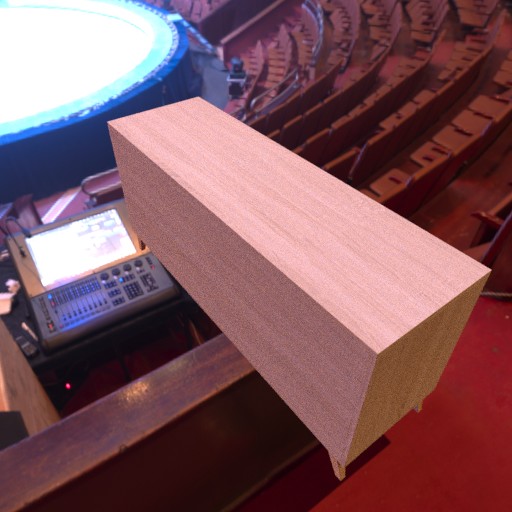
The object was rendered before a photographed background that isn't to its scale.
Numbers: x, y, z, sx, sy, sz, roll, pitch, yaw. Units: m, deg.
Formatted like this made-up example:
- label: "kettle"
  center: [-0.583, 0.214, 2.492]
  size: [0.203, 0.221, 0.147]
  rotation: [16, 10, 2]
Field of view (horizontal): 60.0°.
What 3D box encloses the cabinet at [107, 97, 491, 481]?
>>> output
- label: "cabinet"
  center: [0.000, 0.000, 1.948]
  size: [0.500, 0.780, 1.649]
  rotation: [-26, 48, -27]
